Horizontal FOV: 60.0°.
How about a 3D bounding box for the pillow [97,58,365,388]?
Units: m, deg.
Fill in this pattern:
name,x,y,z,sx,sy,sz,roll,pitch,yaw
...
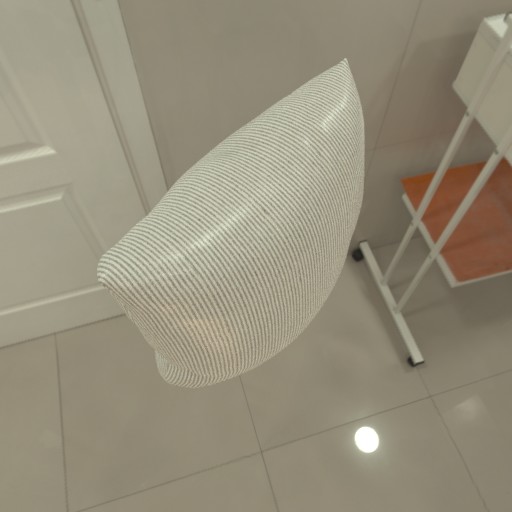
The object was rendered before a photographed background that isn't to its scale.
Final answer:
name,x,y,z,sx,sy,sz,roll,pitch,yaw
pillow,0.000,0.000,0.685,0.387,0.432,0.310,-15,59,-9
